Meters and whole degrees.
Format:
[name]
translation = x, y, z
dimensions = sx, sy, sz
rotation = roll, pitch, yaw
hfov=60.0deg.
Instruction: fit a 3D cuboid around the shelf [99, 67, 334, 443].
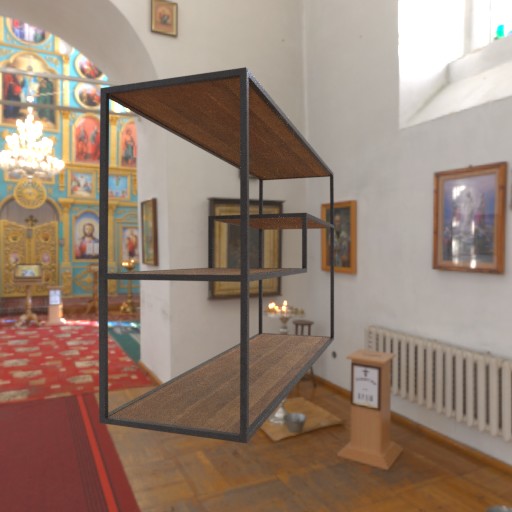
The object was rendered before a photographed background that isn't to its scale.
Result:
[shelf]
translation = 0.000, 0.000, 1.525
dimensions = 0.361, 0.765, 1.201
rotation = 0, 0, 18
